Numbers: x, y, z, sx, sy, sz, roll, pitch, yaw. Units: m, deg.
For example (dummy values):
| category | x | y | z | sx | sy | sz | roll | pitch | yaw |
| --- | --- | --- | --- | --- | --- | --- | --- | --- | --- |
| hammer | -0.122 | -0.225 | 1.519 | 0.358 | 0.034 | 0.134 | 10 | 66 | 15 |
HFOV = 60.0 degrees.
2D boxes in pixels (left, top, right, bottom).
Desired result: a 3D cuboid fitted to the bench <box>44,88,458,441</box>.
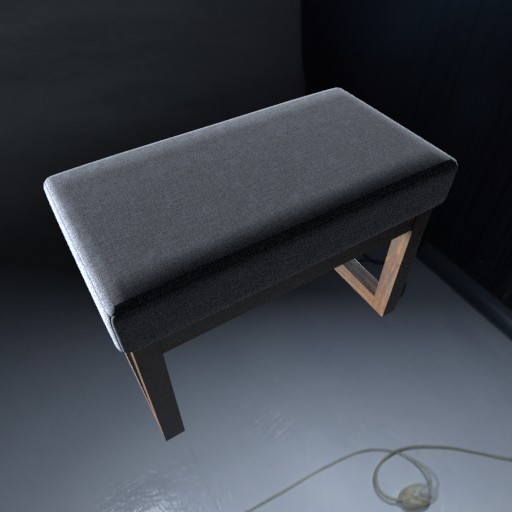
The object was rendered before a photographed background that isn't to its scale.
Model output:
| category | x | y | z | sx | sy | sz | roll | pitch | yaw |
| --- | --- | --- | --- | --- | --- | --- | --- | --- | --- |
| bench | 0.000 | 0.000 | 0.965 | 0.681 | 0.467 | 0.366 | -24 | 51 | -21 |
